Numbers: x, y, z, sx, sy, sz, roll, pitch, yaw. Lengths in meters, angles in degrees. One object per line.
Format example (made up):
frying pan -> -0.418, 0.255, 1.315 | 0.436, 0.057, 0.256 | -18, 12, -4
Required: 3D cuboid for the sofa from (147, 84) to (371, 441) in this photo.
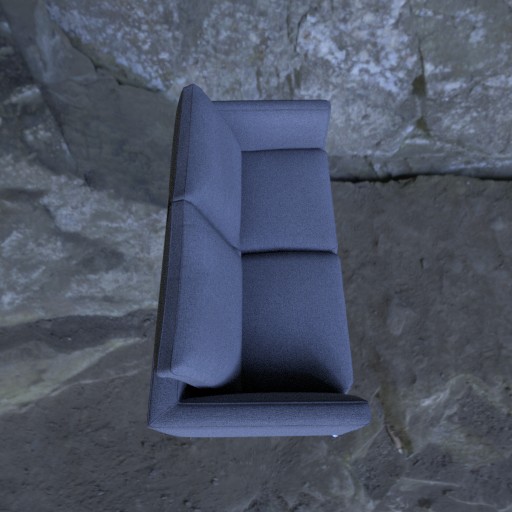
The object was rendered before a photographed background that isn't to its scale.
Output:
sofa -> 0.000, 0.000, 2.113 | 0.803, 0.924, 1.594 | -1, 62, 0
